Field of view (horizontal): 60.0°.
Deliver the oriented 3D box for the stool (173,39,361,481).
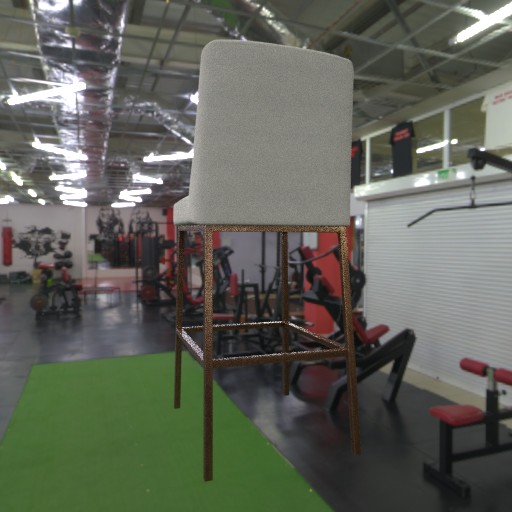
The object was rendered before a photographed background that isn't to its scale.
[{"bbox_3d":[0.000,0.000,1.384,0.462,1.084,0.546,0,1,-19],"label":"stool"}]
